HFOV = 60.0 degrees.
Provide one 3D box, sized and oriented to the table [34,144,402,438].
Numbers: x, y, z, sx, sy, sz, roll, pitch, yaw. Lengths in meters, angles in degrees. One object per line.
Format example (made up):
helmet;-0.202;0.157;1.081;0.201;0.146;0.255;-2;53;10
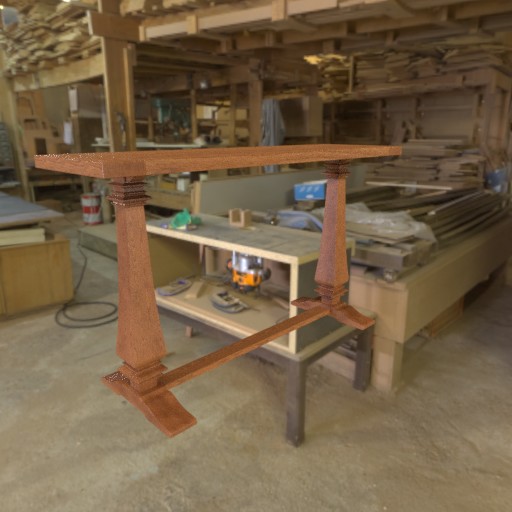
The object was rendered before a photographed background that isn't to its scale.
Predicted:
table;0.000;0.000;1.827;1.478;0.852;0.461;-15;22;-43
